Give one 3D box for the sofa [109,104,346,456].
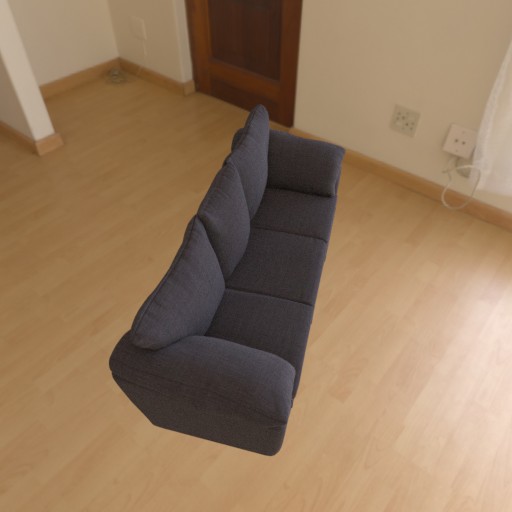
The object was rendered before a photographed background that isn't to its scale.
[{"bbox_3d":[0.000,0.000,2.904,0.883,1.080,2.336,10,46,10],"label":"sofa"}]
